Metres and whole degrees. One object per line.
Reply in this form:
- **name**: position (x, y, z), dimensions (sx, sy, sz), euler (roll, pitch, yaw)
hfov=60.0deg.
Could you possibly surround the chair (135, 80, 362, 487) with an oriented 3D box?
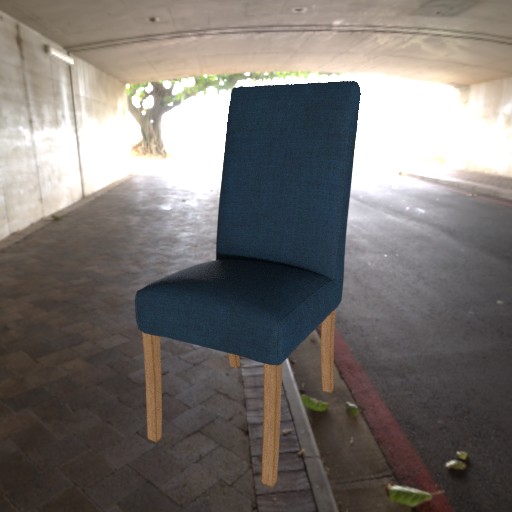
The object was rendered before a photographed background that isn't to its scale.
- **chair**: position (0.000, 0.000, 1.344), dimensions (0.450, 1.029, 0.610), euler (8, 17, 26)
